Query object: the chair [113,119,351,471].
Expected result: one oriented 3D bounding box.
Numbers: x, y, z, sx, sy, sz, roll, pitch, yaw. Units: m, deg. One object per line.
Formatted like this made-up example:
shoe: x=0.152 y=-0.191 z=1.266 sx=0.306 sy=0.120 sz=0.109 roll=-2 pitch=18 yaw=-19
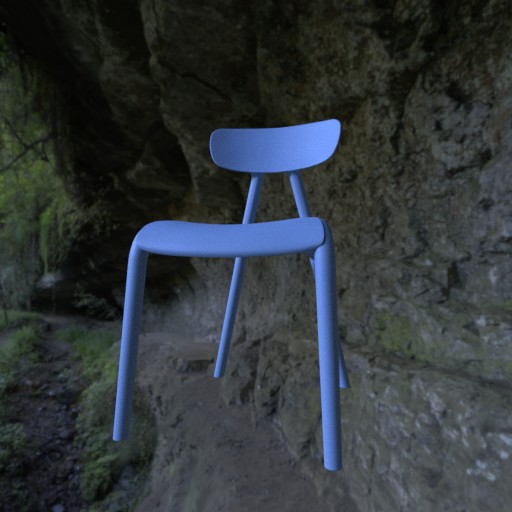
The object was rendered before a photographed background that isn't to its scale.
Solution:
chair: x=0.000 y=0.000 z=0.832 sx=0.356 sy=0.580 sz=0.401 roll=0 pitch=0 yaw=17
